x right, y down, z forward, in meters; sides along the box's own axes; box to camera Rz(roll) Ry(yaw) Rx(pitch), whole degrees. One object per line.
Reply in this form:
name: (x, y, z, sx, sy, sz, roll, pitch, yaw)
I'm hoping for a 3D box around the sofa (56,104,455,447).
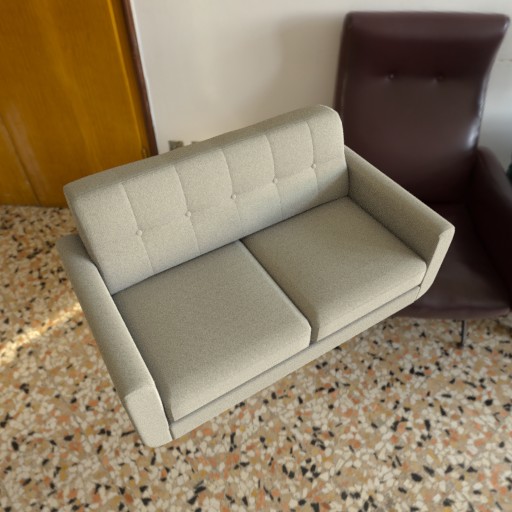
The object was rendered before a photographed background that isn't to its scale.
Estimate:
sofa: (0.000, 0.000, 2.189, 1.655, 0.892, 0.980, -24, 51, -21)
